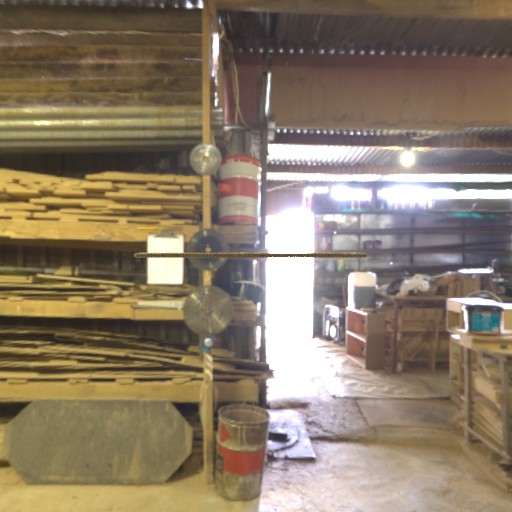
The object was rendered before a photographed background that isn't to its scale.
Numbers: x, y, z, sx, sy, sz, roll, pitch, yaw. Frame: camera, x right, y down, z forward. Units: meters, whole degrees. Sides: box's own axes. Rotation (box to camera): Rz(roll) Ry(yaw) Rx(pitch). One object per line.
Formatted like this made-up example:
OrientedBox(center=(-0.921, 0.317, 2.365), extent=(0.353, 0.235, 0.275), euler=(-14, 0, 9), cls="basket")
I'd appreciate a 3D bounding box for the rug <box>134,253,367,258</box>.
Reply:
OrientedBox(center=(0.000, 0.000, 2.419), extent=(0.678, 0.014, 2.276), euler=(0, 0, 1), cls="rug")
